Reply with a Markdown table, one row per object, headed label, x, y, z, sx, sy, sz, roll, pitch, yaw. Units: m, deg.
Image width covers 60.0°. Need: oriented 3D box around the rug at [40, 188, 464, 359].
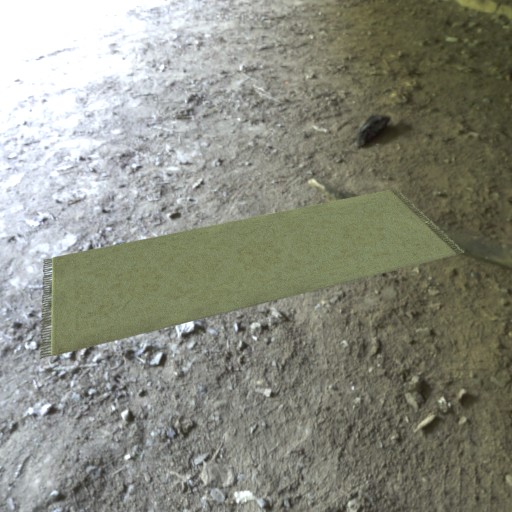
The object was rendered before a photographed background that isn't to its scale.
| label | x | y | z | sx | sy | sz | roll | pitch | yaw |
| --- | --- | --- | --- | --- | --- | --- | --- | --- | --- |
| rug | 0.000 | 0.000 | 2.804 | 2.544 | 0.015 | 0.795 | -13 | 43 | -14 |
